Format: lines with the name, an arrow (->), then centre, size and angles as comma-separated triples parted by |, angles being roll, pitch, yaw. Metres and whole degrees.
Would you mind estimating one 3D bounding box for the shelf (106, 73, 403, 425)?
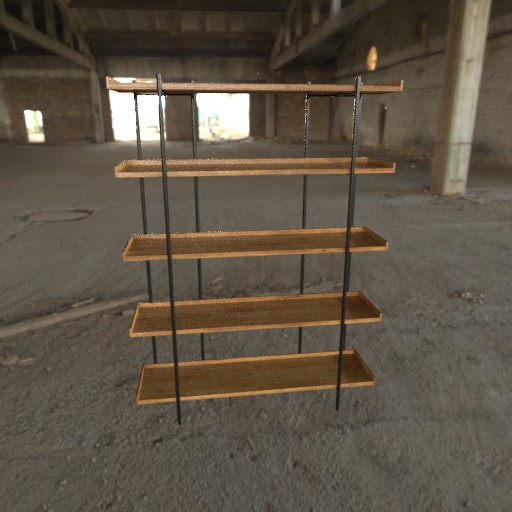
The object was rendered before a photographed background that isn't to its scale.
shelf -> 0.000, 0.000, 2.450 | 1.371, 1.826, 0.379 | -2, 17, -8
